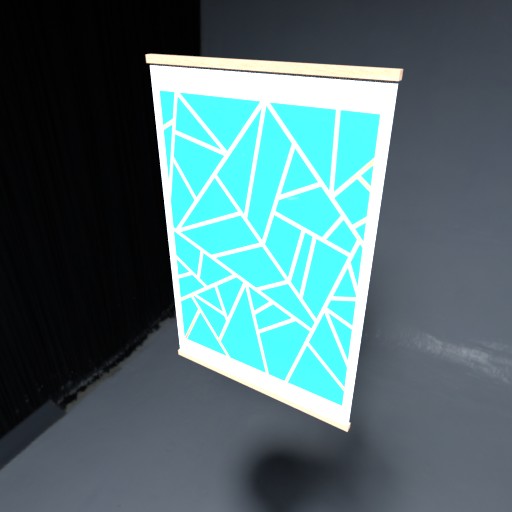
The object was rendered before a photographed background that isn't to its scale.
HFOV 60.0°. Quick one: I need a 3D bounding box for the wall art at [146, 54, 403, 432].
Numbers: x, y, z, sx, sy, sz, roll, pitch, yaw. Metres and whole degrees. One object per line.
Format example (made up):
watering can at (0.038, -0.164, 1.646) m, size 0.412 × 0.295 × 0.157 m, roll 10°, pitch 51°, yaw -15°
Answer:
wall art at (0.000, 0.000, 1.877) m, size 0.990 × 1.519 × 0.030 m, roll 17°, pitch 33°, yaw 27°
